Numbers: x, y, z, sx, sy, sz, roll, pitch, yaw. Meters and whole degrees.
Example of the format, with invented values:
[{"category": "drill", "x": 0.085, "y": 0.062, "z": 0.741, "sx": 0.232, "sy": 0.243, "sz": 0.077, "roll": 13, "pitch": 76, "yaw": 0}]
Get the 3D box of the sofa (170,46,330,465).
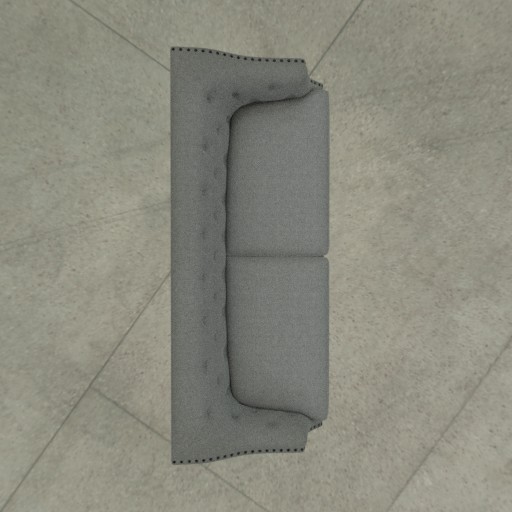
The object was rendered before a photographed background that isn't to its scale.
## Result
[{"category": "sofa", "x": 0.000, "y": 0.000, "z": 2.753, "sx": 0.914, "sy": 0.901, "sz": 2.235, "roll": 0, "pitch": 91, "yaw": 0}]
